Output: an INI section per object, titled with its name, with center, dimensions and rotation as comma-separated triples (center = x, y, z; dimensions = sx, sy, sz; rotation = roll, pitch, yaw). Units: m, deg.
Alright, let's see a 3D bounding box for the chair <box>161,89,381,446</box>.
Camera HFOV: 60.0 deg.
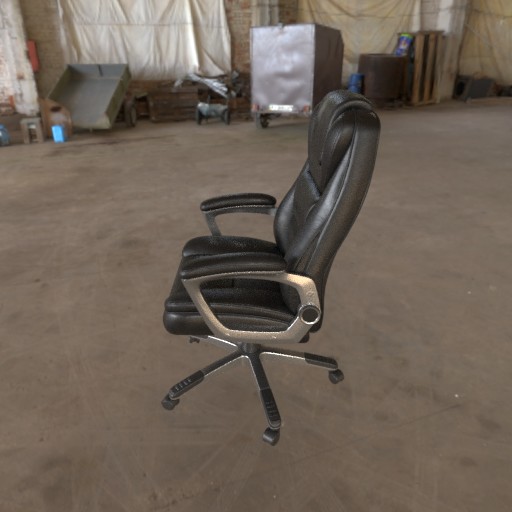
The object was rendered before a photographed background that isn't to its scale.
[chair]
center = 0.000, 0.000, 1.540
dimensions = 0.689, 1.075, 0.697
rotation = 0, 25, 0
